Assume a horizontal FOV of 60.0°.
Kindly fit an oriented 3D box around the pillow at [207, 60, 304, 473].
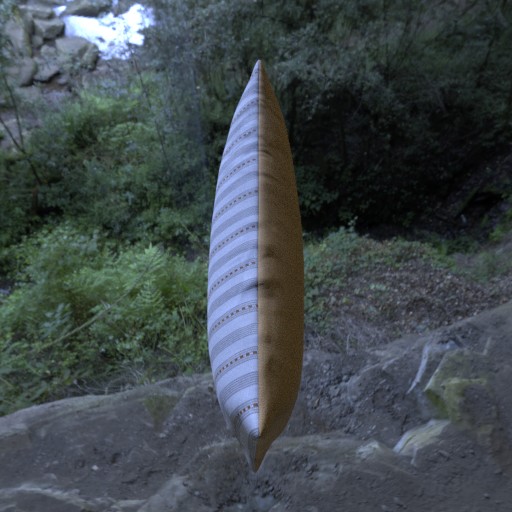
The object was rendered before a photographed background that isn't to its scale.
[{"bbox_3d":[0.000,0.000,0.720,0.151,0.291,0.608,0,58,0],"label":"pillow"}]
